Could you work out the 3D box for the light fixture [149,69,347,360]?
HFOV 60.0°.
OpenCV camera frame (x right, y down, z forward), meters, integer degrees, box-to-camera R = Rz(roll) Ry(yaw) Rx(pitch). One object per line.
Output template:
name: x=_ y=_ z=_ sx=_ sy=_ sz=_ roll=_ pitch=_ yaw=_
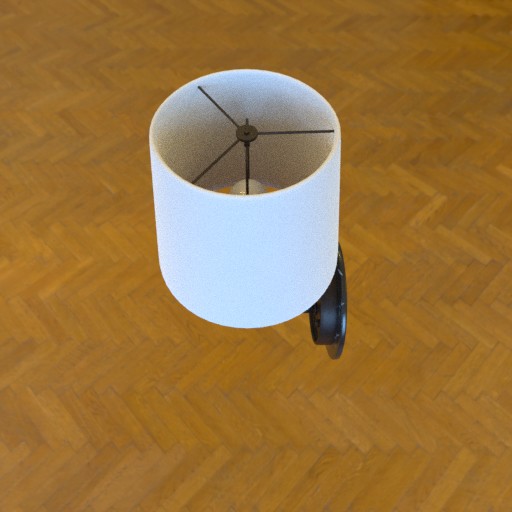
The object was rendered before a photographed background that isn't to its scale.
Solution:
light fixture: x=0.000 y=0.000 z=0.445 sx=0.188 sy=0.337 sz=0.168 roll=-1 pitch=58 yaw=0
